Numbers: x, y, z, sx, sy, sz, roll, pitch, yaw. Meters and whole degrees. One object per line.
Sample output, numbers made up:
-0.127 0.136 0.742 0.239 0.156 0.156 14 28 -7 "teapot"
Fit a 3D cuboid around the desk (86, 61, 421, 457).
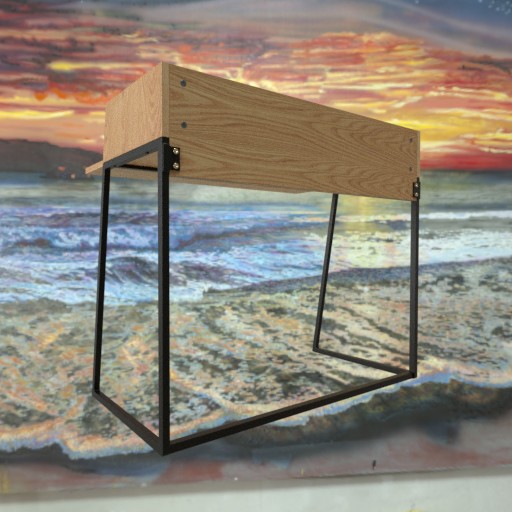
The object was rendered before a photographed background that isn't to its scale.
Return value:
0.000 0.000 1.839 1.191 1.061 0.769 -1 2 -37 "desk"
